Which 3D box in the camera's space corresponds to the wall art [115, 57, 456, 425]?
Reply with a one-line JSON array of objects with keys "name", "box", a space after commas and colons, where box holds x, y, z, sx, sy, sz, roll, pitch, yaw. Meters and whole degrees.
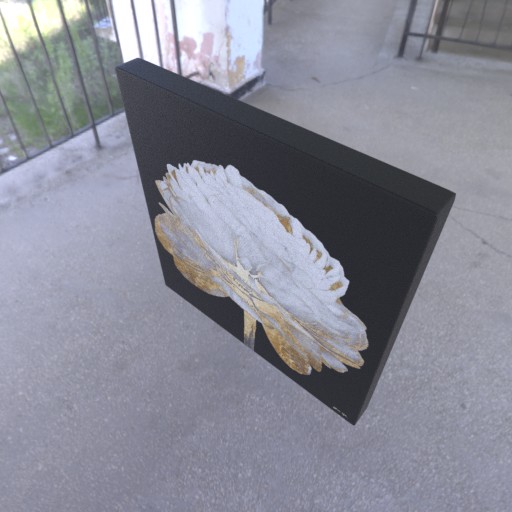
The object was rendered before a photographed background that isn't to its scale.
[{"name": "wall art", "box": [0.000, 0.000, 0.591, 0.406, 0.407, 0.041, 32, 55, 26]}]
